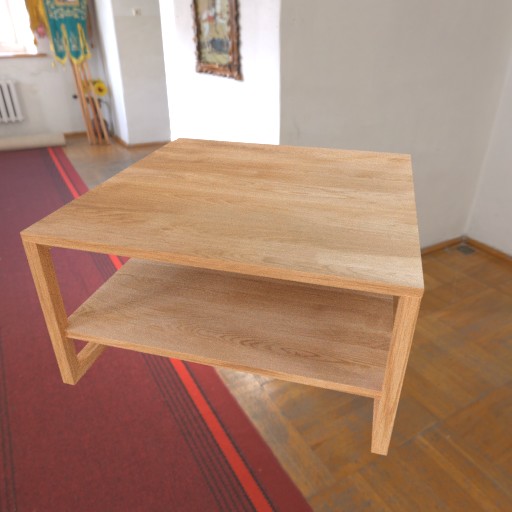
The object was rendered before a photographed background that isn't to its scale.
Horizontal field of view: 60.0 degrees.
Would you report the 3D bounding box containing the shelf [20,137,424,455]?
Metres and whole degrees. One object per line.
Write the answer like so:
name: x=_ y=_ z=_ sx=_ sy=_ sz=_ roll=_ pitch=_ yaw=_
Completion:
shelf: x=0.000 y=0.000 z=1.427 sx=0.899 sy=0.480 sz=0.899 roll=8 pitch=30 yaw=13
